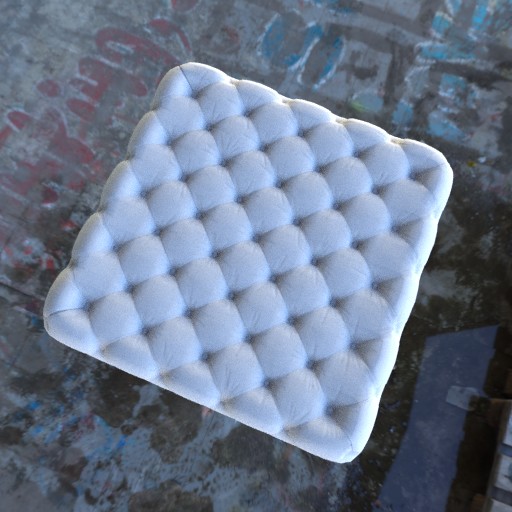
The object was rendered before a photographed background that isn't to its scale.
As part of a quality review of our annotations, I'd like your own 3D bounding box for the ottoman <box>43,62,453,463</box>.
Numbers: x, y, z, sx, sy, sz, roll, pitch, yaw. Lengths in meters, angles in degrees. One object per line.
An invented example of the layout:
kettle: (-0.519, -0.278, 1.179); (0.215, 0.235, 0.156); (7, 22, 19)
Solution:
ottoman: (0.000, 0.000, 1.154); (0.755, 0.376, 0.753); (22, 77, 5)
